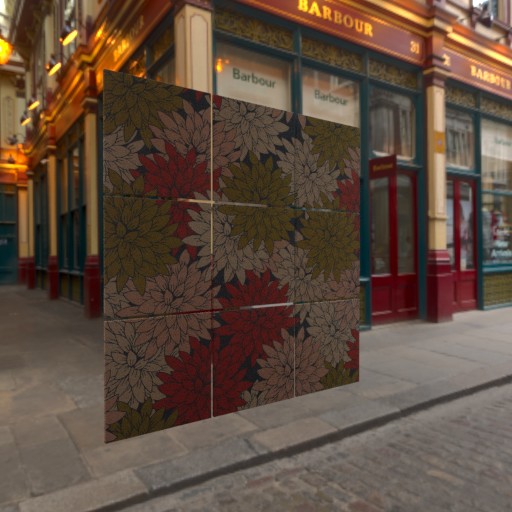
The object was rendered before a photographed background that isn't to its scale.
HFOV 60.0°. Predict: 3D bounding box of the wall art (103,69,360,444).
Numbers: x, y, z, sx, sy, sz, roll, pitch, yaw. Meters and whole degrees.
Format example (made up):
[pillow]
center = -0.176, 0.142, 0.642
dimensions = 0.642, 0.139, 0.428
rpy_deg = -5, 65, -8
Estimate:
[wall art]
center = 0.000, 0.000, 1.788
dimensions = 1.206, 1.218, 0.013
rpy_deg = 0, 1, -35
